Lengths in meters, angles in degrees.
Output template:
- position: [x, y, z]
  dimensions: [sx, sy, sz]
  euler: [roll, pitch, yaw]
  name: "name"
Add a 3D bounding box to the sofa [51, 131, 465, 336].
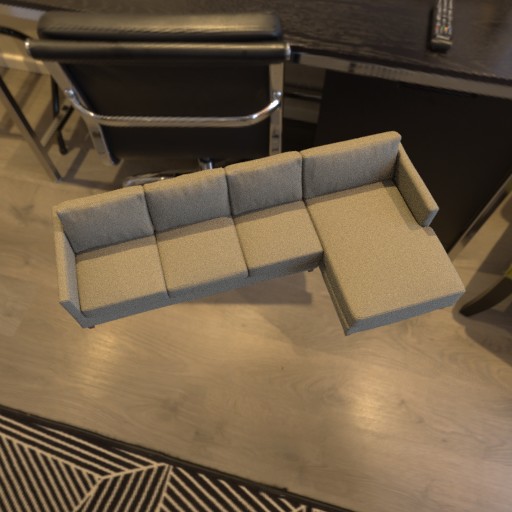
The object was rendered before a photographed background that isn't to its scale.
- position: [0.000, 0.000, 3.811]
  dimensions: [3.186, 0.861, 1.625]
  euler: [-14, 62, -8]
  name: "sofa"
